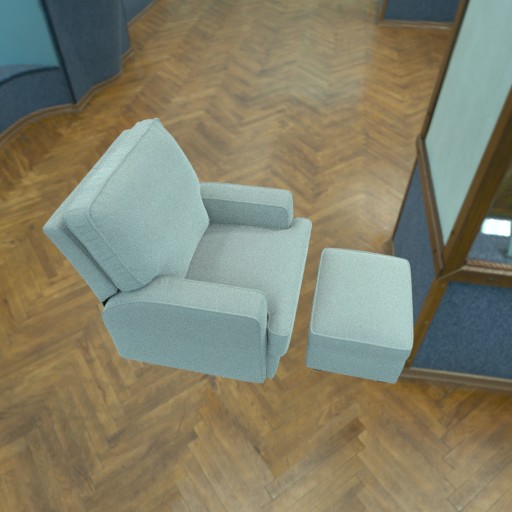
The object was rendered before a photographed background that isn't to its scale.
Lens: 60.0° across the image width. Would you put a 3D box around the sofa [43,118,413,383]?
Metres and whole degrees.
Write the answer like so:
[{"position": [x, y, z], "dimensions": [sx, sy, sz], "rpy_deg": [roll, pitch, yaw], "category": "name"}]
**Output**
[{"position": [0.000, 0.000, 2.045], "dimensions": [1.472, 0.959, 0.861], "rpy_deg": [9, 46, 9], "category": "sofa"}]
